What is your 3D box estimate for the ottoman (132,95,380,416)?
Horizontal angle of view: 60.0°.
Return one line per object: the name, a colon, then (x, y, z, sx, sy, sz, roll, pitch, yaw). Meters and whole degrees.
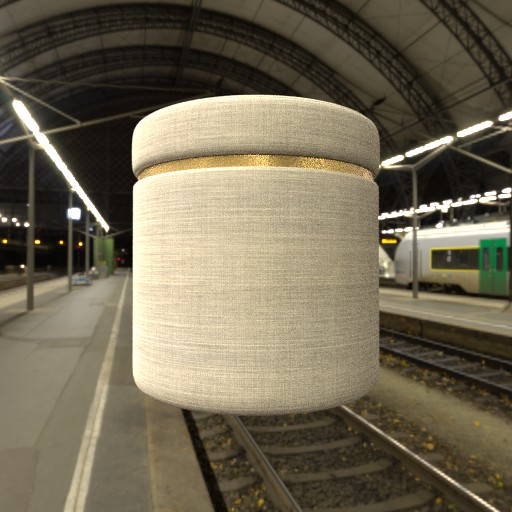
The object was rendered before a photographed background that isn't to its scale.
ottoman: (0.000, 0.000, 0.741, 0.400, 0.406, 0.400, 0, -1, 0)
